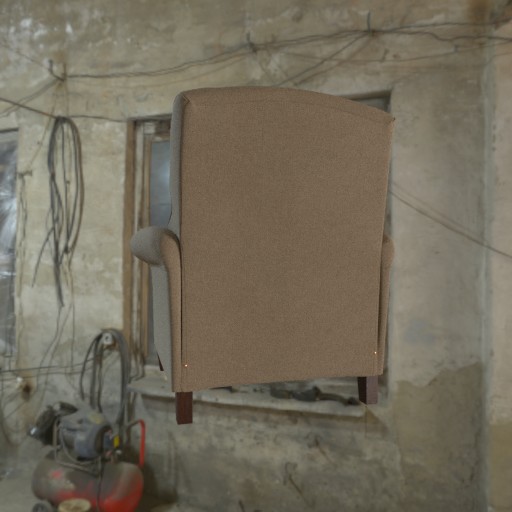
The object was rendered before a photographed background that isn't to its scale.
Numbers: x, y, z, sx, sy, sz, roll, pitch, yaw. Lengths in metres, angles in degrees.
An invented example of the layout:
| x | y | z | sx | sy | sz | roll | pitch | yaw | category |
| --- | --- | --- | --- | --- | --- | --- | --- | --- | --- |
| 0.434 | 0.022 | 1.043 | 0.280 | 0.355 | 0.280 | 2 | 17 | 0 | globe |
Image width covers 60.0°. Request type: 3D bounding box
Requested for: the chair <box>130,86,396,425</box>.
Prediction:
| x | y | z | sx | sy | sz | roll | pitch | yaw | category |
| --- | --- | --- | --- | --- | --- | --- | --- | --- | --- |
| 0.000 | 0.000 | 1.807 | 0.978 | 1.061 | 0.905 | 0 | 0 | -17 | chair |
